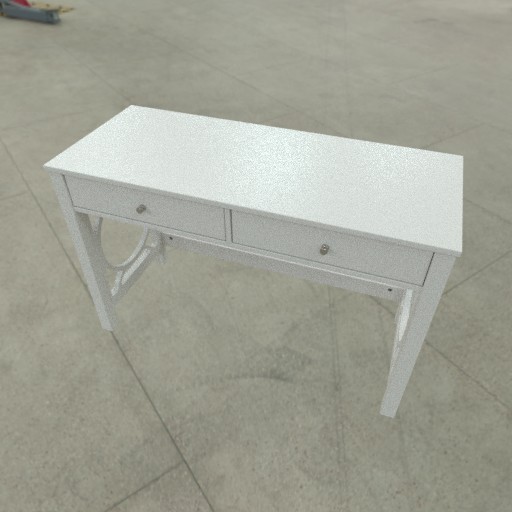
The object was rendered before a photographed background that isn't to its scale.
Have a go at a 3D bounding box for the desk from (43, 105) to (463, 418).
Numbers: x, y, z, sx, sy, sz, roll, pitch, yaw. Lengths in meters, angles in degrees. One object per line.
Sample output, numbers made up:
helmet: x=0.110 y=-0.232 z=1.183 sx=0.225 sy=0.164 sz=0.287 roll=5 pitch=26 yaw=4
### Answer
desk: x=0.000 y=0.000 z=1.601 sx=1.191 sy=0.762 sz=0.504 roll=13 pitch=42 yaw=15
